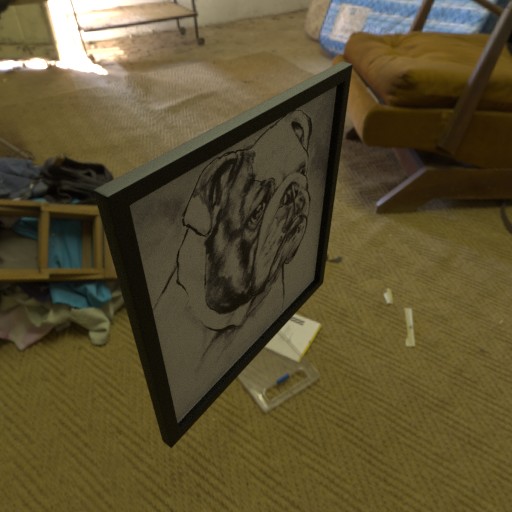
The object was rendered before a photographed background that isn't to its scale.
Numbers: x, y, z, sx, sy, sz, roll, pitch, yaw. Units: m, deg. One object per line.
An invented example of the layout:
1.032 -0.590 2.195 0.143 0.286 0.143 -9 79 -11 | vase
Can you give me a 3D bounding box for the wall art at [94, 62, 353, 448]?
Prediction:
0.000 0.000 0.674 0.022 0.453 0.456 26 47 27 | wall art
